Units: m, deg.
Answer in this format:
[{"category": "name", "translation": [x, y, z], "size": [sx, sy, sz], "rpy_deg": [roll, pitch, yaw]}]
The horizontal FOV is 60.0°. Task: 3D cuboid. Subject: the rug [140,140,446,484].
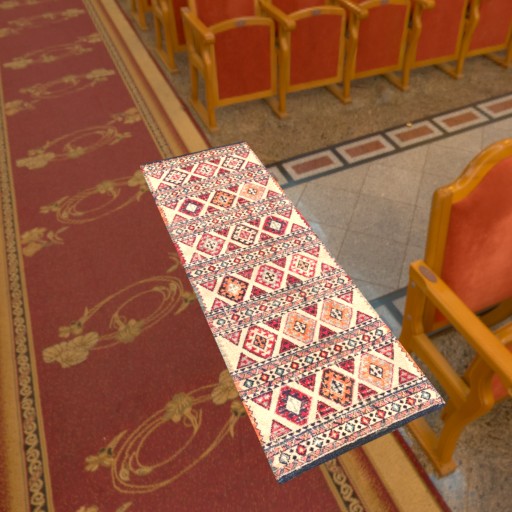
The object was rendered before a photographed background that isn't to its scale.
[{"category": "rug", "translation": [0.000, 0.000, 2.603], "size": [0.832, 0.008, 2.362], "rpy_deg": [-17, 49, -16]}]
